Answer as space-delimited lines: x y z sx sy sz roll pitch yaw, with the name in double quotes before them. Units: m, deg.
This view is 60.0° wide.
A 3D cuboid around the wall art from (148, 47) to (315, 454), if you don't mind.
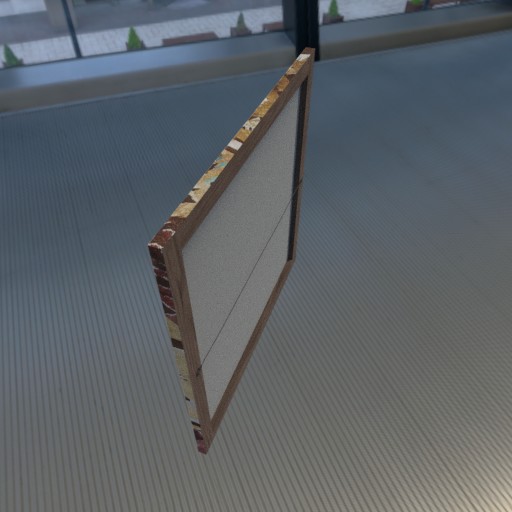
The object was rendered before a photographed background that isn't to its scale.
"wall art" 0.000 0.000 1.133 0.028 0.762 0.757 16 48 15
